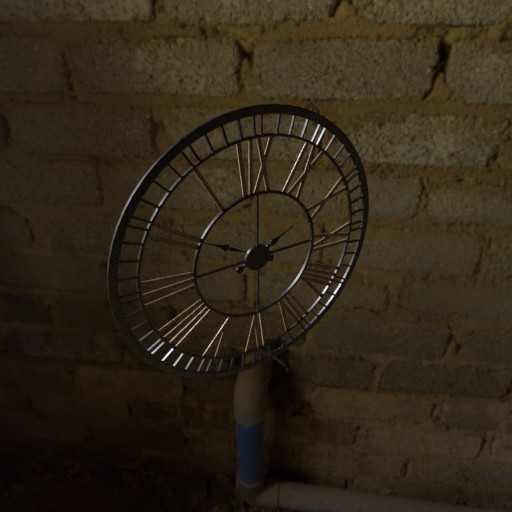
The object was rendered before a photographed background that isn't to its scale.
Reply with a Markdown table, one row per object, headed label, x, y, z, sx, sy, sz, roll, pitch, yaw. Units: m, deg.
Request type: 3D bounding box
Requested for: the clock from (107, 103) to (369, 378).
| label | x | y | z | sx | sy | sz | roll | pitch | yaw |
| --- | --- | --- | --- | --- | --- | --- | --- | --- | --- |
| clock | 0.000 | 0.000 | 1.273 | 0.843 | 0.843 | 0.025 | -18 | 35 | -27 |
